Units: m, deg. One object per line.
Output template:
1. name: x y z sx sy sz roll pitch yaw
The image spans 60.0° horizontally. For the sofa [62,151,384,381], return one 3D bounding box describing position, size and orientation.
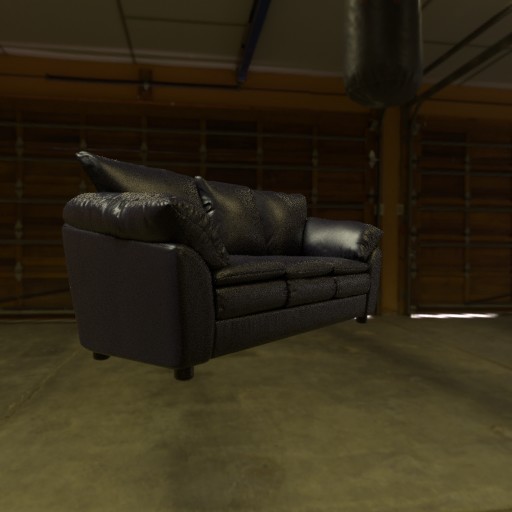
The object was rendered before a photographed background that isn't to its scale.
1. sofa: 0.000 0.000 2.911 0.880 1.073 2.336 0 1 37
